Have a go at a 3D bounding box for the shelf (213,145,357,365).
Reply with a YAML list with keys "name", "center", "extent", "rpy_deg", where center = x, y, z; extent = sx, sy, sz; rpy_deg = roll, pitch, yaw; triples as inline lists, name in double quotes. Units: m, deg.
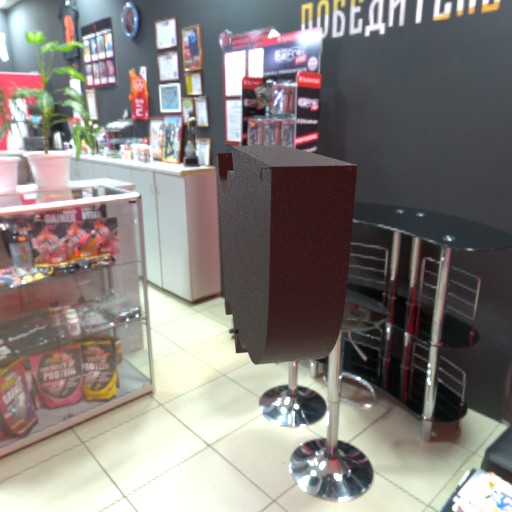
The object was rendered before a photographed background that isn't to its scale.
- name: "shelf"
  center: [0.000, 0.000, 0.912]
  extent: [0.112, 0.439, 0.729]
  rpy_deg: [-3, 17, -9]
